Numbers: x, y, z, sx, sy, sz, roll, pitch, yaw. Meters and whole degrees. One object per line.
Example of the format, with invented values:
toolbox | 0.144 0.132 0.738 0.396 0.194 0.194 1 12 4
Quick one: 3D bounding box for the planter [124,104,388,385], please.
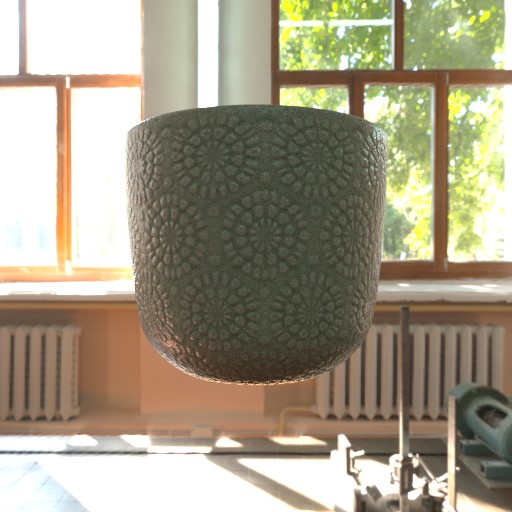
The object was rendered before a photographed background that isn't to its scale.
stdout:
planter | 0.000 0.000 0.218 0.124 0.109 0.124 0 1 0
